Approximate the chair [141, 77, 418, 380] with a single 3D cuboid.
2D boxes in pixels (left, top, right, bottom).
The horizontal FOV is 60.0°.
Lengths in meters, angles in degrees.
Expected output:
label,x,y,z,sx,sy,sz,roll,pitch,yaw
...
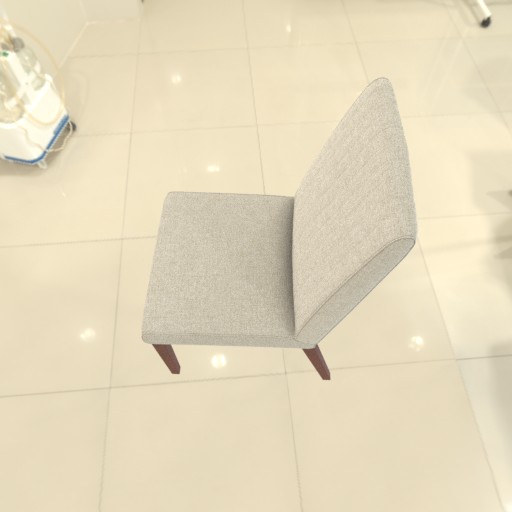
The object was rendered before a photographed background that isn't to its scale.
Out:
label,x,y,z,sx,sy,sz,roll,pitch,yaw
chair,0.000,0.000,1.241,0.594,0.900,0.480,2,60,1
